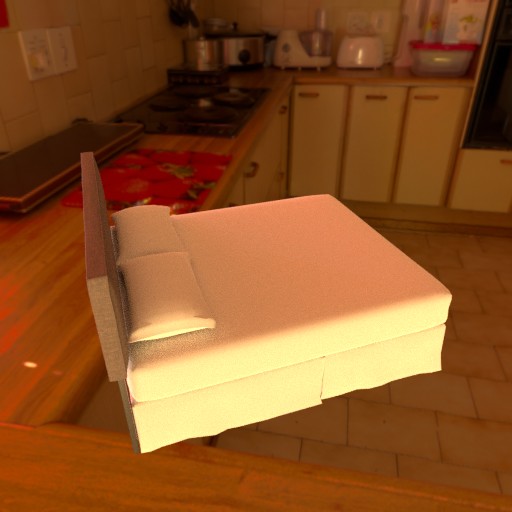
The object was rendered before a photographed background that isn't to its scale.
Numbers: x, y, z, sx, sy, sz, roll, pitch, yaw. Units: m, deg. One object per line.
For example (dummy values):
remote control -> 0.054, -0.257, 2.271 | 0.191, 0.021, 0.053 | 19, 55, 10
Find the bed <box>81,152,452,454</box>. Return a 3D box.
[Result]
bed -> 0.000, 0.000, 2.808 | 1.894, 1.089, 1.610 | -10, 33, -17
